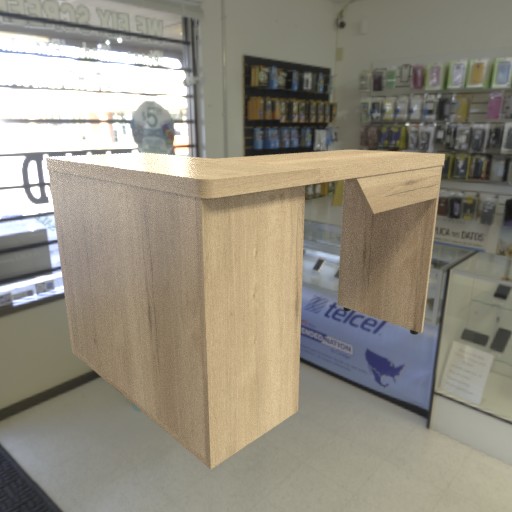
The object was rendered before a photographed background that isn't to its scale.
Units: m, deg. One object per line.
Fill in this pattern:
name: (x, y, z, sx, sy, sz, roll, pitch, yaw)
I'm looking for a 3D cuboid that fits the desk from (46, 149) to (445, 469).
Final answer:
desk: (0.000, 0.000, 1.717, 1.169, 0.760, 0.900, -16, 23, -42)
